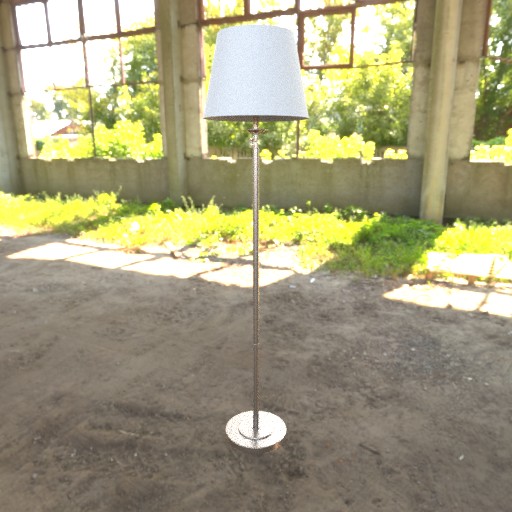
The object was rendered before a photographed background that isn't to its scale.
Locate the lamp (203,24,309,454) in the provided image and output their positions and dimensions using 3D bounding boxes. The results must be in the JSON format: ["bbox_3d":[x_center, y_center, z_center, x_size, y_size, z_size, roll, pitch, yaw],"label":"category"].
[{"bbox_3d":[0.000,0.000,1.609,0.355,1.473,0.355,0,14,0],"label":"lamp"}]
